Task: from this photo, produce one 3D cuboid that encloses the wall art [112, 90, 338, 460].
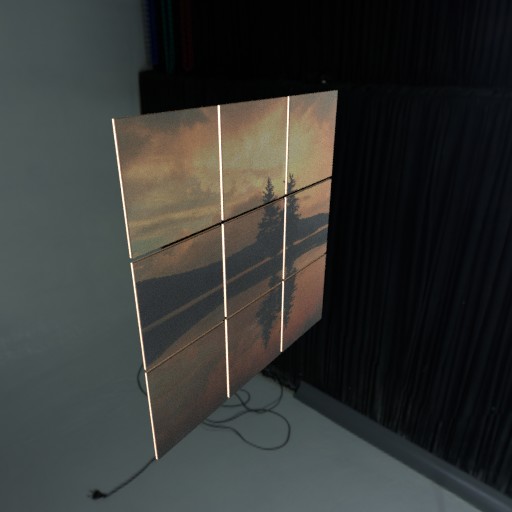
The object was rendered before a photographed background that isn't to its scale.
[{"bbox_3d":[0.000,0.000,1.833,0.013,1.218,1.216,17,30,33],"label":"wall art"}]
